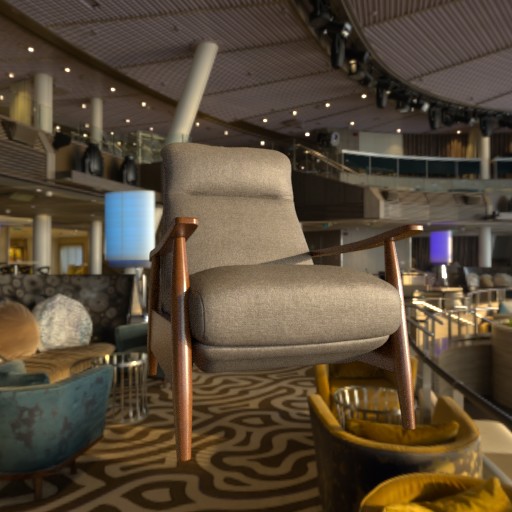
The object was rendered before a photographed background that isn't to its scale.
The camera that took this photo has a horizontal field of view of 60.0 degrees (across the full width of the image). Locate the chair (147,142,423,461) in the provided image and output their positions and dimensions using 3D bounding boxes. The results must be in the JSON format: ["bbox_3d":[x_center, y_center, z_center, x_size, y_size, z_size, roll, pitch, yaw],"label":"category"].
[{"bbox_3d":[0.000,0.000,1.720,0.762,1.081,1.014,0,-1,-18],"label":"chair"}]
